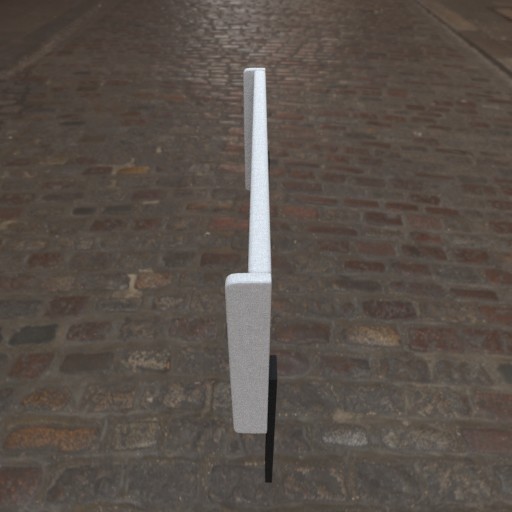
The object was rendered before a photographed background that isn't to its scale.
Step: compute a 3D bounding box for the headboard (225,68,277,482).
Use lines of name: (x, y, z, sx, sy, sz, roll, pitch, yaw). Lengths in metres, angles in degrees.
headboard: (0.000, 0.000, 2.633, 0.184, 1.524, 2.051, 0, 40, 0)
